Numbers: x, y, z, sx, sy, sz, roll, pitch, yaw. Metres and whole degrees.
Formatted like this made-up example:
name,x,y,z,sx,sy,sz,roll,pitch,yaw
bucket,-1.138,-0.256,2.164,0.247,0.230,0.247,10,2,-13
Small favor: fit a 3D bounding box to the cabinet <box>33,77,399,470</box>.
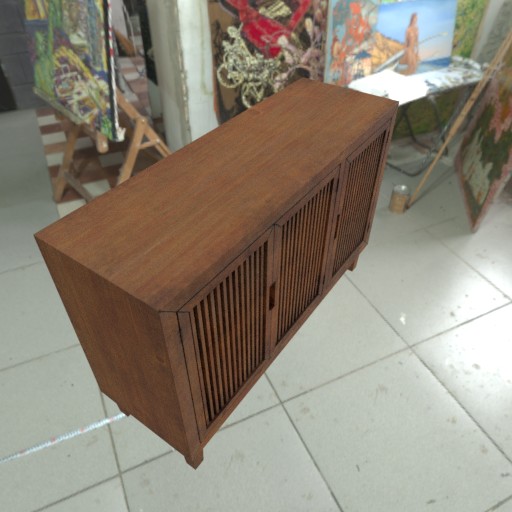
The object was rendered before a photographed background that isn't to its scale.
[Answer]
name,x,y,z,sx,sy,sz,roll,pitch,yaw
cabinet,0.000,0.000,1.566,0.403,0.805,1.204,25,48,26
